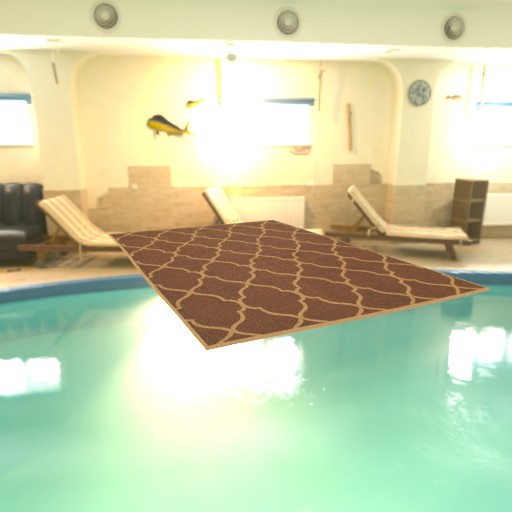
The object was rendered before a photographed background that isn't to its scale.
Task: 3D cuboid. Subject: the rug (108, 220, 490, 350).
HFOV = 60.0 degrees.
[{"bbox_3d":[0.000,0.000,2.896,1.526,0.014,2.290,-7,16,-26],"label":"rug"}]
